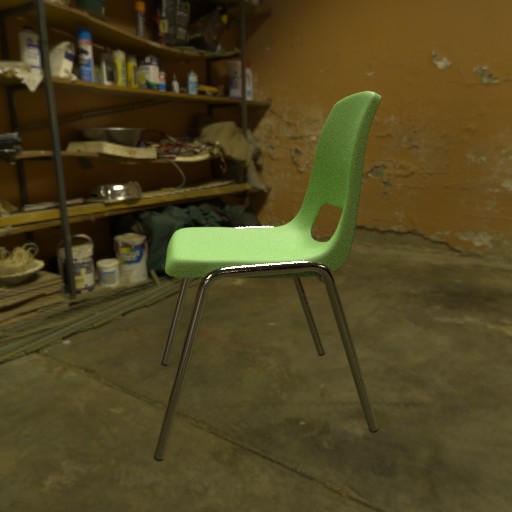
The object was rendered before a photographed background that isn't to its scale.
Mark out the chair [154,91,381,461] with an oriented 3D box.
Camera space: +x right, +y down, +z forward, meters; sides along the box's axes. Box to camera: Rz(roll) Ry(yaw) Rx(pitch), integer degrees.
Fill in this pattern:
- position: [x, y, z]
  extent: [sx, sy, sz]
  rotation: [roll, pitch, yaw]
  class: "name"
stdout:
- position: [0.000, 0.000, 0.930]
  extent: [0.436, 0.653, 0.381]
  rotation: [-2, 14, -9]
  class: "chair"
